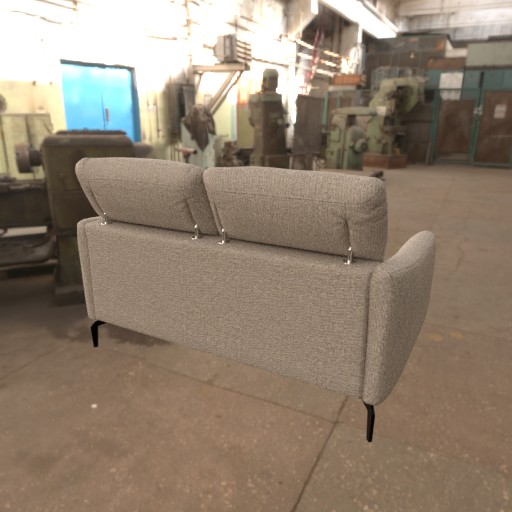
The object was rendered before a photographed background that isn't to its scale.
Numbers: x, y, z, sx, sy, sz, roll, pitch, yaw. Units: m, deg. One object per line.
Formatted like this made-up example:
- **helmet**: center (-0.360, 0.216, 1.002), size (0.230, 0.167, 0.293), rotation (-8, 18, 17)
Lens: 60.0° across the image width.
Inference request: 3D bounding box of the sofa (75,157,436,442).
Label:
- **sofa**: center (0.000, 0.000, 2.121), size (1.540, 0.950, 0.905), rotation (10, 20, 28)
